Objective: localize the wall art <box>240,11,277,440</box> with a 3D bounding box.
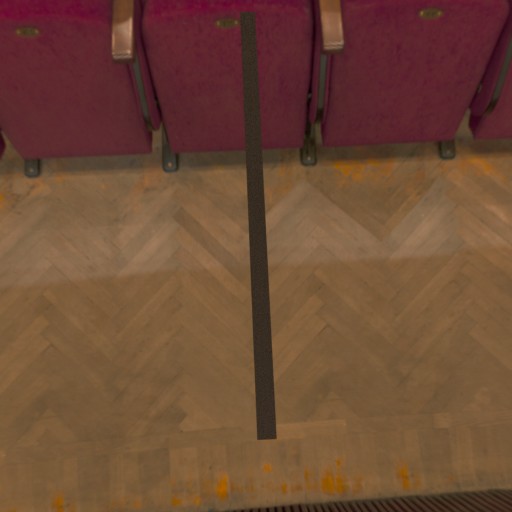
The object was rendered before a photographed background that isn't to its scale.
[{"bbox_3d":[0.000,0.000,1.487,0.038,1.016,1.016,-2,75,-1],"label":"wall art"}]
